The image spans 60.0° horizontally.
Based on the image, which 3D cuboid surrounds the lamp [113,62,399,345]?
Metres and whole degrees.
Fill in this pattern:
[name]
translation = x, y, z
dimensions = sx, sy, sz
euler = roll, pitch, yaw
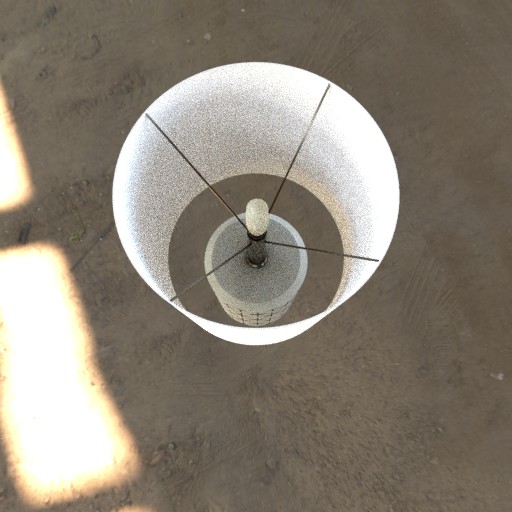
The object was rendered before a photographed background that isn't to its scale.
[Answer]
[lamp]
translation = 0.000, 0.000, 0.521
dimensions = 0.206, 0.416, 0.206
euler = 33, 78, 8
